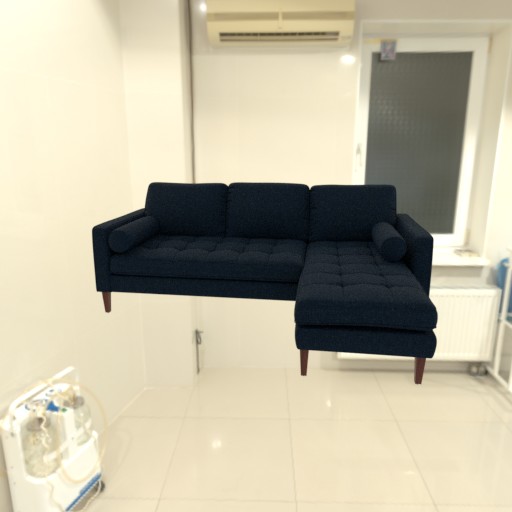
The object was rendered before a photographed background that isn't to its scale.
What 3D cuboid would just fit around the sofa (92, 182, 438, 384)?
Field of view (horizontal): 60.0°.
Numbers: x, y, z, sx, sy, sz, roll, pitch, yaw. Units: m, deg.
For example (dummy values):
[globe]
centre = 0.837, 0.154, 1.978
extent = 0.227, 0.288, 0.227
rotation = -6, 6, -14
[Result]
[sofa]
centre = 0.000, 0.000, 2.900
extent = 2.185, 0.841, 1.613
rotation = 2, 15, 8
